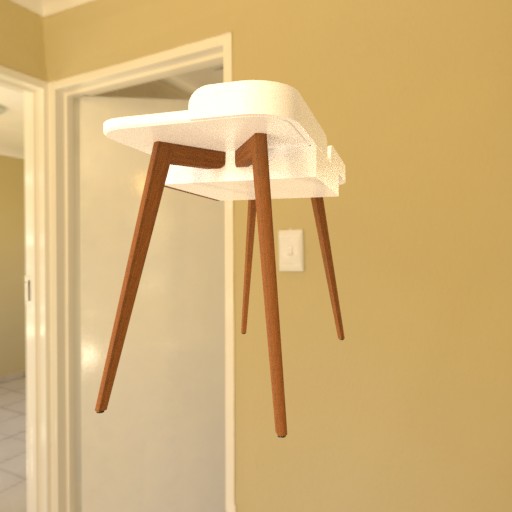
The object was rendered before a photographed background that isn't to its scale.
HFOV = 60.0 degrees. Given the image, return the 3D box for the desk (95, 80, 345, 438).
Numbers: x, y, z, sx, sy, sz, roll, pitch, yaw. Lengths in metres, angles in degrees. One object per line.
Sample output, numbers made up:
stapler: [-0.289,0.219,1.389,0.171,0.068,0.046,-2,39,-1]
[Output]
desk: [0.000,0.000,1.623,0.534,0.807,1.206,0,1,18]
